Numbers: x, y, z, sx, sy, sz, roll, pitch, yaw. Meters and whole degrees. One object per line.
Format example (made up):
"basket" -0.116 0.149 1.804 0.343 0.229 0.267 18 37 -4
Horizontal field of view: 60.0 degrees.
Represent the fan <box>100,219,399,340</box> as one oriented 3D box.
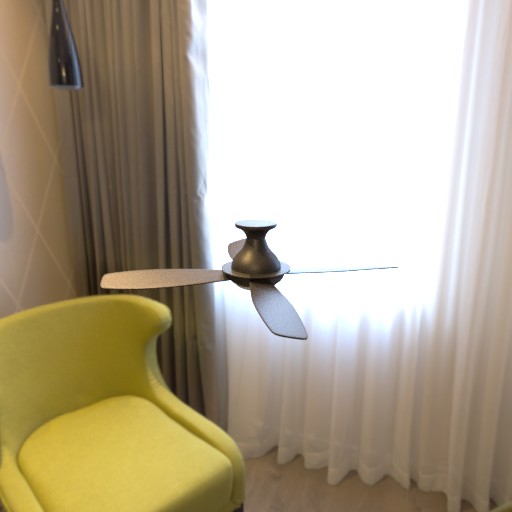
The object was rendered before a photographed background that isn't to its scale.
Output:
"fan" 0.000 0.000 2.498 1.694 0.382 1.694 -2 15 -9
